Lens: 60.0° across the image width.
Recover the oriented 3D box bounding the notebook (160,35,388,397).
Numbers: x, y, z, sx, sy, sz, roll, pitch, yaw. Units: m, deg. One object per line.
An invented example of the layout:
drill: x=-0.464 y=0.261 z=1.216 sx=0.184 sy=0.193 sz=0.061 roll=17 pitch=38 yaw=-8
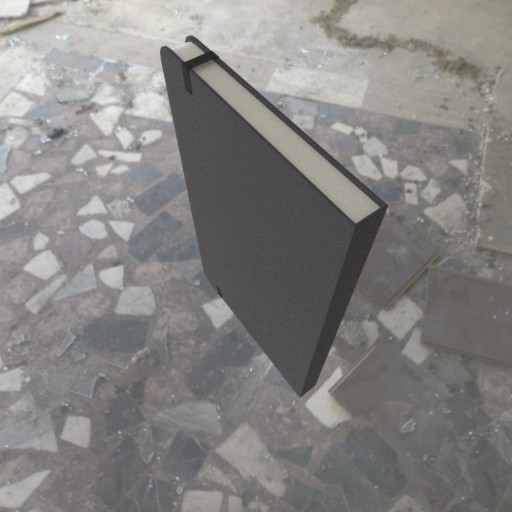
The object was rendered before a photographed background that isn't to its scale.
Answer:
notebook: x=0.000 y=0.000 z=0.261 sx=0.016 sy=0.213 sz=0.127 roll=-32 pitch=63 yaw=-18
